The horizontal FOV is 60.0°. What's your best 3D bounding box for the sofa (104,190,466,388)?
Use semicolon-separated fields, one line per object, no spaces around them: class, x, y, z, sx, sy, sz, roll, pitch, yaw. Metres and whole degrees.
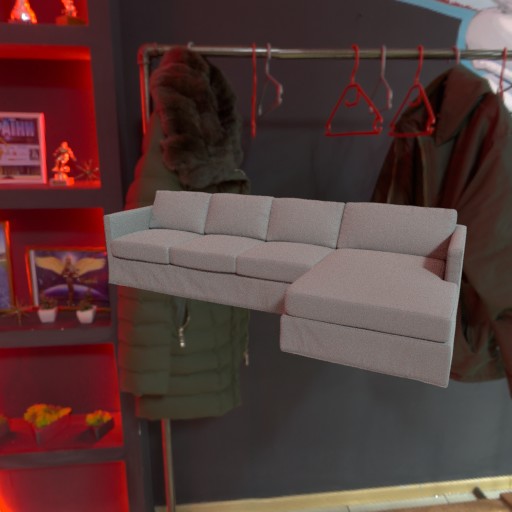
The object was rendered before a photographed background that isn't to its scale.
sofa;0.000;0.000;3.753;3.177;0.867;1.622;7;16;25
